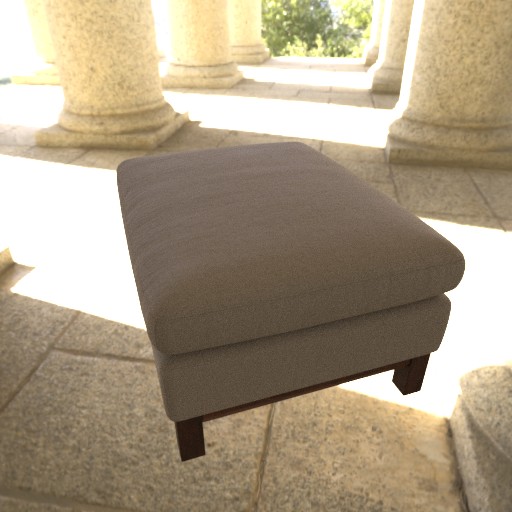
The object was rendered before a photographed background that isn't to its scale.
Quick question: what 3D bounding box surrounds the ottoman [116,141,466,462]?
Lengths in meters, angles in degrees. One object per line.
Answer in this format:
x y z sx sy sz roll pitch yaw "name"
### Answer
0.000 0.000 1.111 0.606 0.420 0.771 -10 32 -16 "ottoman"
